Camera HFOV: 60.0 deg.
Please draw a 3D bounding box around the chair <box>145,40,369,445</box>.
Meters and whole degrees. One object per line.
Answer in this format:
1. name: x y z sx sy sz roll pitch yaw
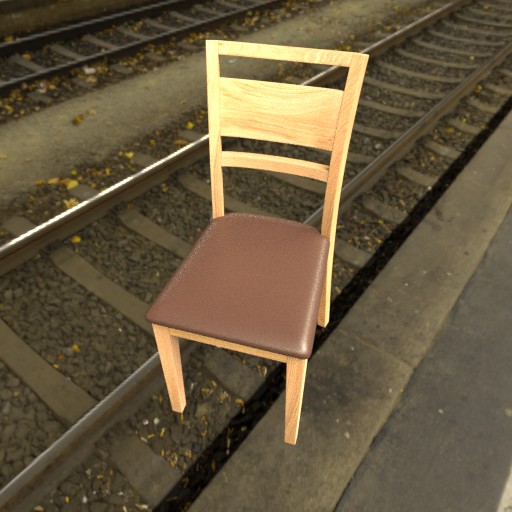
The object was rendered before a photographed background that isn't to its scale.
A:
1. chair: 0.000 0.000 1.199 0.420 0.940 0.545 11 43 12
